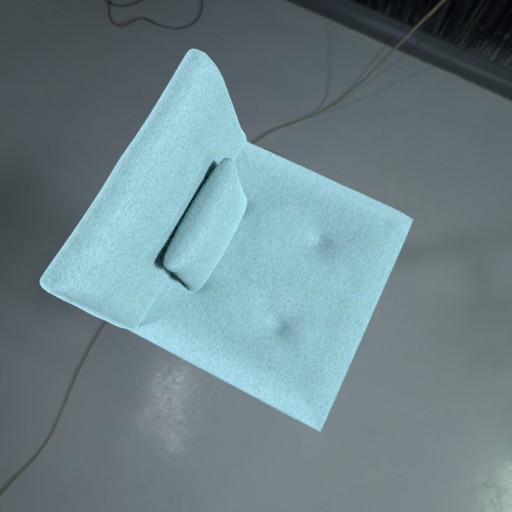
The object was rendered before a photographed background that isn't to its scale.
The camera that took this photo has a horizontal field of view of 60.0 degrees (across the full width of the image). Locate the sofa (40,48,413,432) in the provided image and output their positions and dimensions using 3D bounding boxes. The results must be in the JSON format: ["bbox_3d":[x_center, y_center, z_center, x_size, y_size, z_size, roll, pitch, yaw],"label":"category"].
[{"bbox_3d":[0.000,0.000,1.679,1.000,0.820,0.930,26,76,7],"label":"sofa"}]
